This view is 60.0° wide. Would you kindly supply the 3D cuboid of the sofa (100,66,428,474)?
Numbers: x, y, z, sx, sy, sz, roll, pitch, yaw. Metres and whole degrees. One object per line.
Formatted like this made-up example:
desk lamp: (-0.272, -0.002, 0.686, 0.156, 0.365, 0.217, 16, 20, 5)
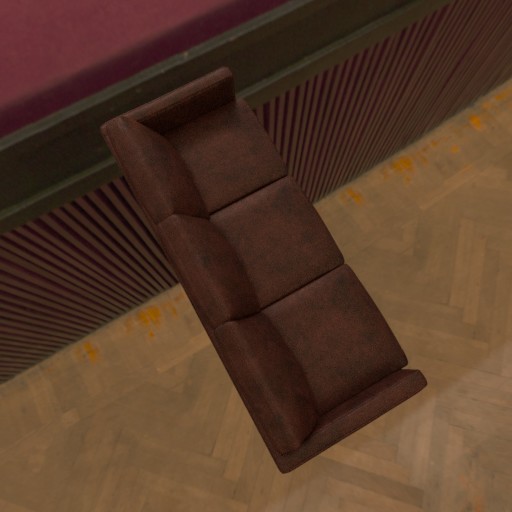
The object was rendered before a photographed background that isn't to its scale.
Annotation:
sofa: (0.000, 0.000, 3.041, 1.045, 1.006, 2.464, -28, 77, -7)
